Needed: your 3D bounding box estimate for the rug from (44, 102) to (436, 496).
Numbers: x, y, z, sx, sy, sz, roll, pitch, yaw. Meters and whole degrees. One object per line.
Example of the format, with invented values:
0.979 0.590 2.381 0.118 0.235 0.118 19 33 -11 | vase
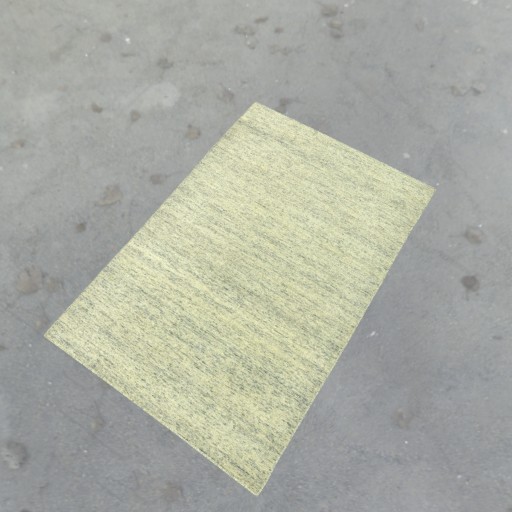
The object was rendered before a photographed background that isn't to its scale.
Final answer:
0.000 0.000 2.326 1.243 0.014 1.846 31 67 15 | rug
